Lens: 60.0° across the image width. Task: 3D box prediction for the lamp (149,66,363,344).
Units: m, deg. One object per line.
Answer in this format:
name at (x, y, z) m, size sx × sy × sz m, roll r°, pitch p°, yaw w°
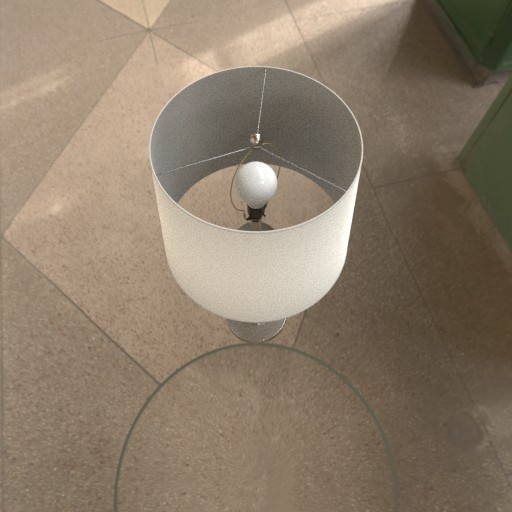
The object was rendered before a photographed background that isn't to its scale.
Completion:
lamp at (0.000, 0.000, 0.886) m, size 0.333 × 0.696 × 0.333 m, roll 0°, pitch 63°, yaw 0°
